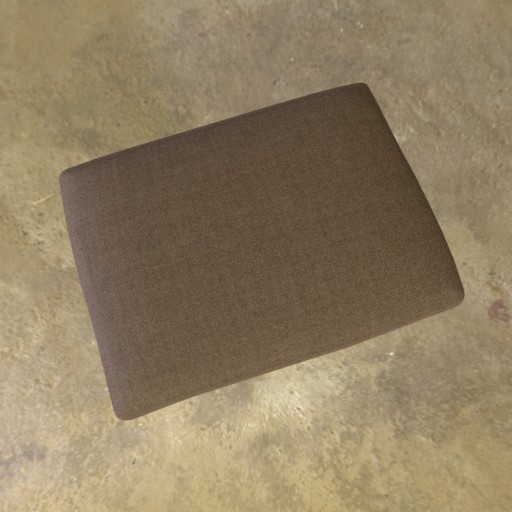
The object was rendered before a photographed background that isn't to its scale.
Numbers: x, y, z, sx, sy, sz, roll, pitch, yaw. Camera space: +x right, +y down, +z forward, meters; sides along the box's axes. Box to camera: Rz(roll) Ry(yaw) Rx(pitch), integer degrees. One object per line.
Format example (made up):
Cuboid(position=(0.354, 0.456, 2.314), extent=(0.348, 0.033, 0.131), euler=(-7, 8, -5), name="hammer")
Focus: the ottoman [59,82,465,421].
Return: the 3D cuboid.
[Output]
Cuboid(position=(0.000, 0.000, 1.182), extent=(0.809, 0.555, 0.599), euler=(-18, 76, -5), name="ottoman")
